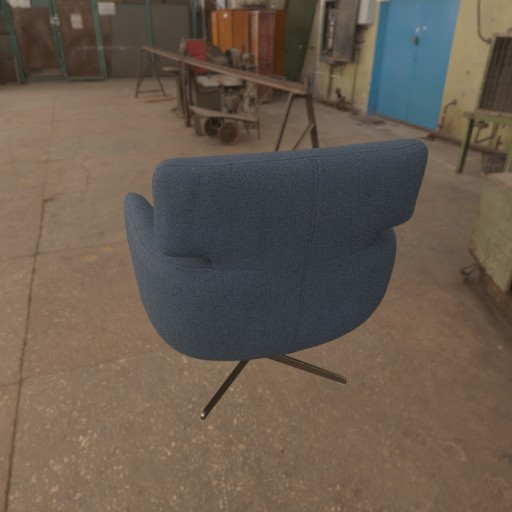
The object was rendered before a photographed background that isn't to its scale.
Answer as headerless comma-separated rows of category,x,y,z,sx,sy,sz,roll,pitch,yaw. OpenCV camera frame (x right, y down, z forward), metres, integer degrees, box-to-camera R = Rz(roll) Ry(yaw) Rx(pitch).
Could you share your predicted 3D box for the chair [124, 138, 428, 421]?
chair,0.000,0.000,1.367,0.738,0.813,0.761,-9,29,-16
